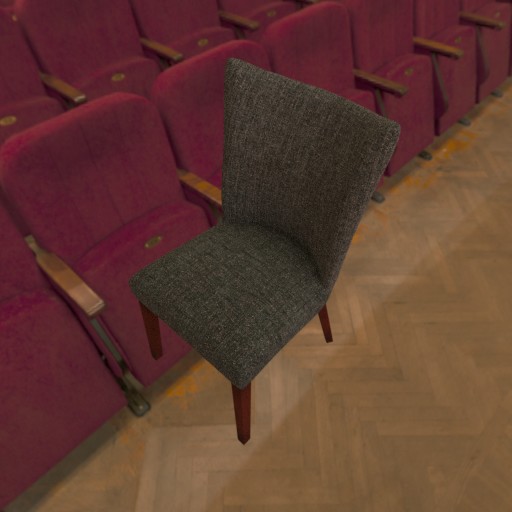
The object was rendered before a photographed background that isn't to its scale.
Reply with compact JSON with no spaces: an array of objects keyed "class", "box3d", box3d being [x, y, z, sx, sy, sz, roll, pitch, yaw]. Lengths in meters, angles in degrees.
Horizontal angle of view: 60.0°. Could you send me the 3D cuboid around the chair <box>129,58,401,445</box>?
[{"class":"chair","box3d":[0.000,0.000,1.328,0.535,0.924,0.623,34,55,28]}]
